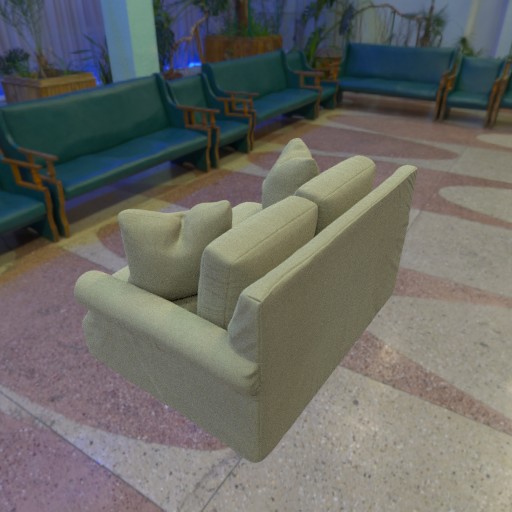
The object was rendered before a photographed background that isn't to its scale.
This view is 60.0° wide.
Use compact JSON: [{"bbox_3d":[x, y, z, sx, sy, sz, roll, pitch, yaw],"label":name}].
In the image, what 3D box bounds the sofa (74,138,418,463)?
[{"bbox_3d":[0.000,0.000,2.229,1.070,0.905,1.550,20,36,30],"label":"sofa"}]
